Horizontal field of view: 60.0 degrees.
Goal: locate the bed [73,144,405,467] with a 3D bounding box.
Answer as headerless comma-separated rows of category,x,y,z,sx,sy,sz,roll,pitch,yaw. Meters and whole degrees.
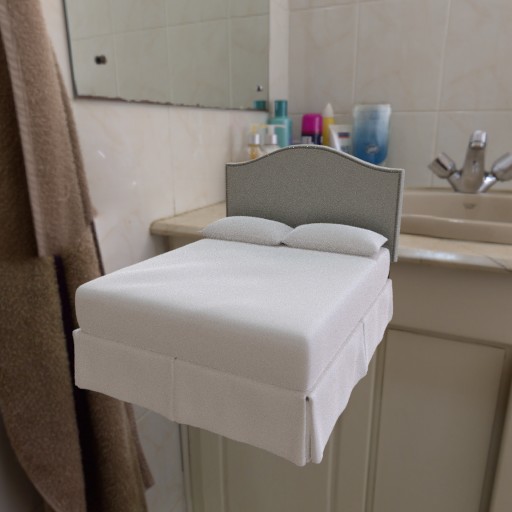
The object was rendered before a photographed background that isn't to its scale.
bed,0.000,0.000,3.390,1.813,1.607,2.180,8,17,26
